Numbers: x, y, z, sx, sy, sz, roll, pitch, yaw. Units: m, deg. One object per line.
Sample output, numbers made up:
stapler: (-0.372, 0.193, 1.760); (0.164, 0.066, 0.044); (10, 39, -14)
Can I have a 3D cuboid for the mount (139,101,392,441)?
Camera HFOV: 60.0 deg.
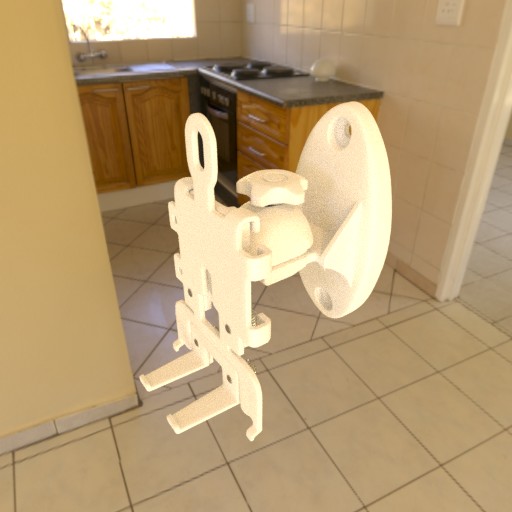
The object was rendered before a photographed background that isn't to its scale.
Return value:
mount: (0.000, 0.000, 0.179); (0.100, 0.118, 0.066); (-20, 36, -31)
